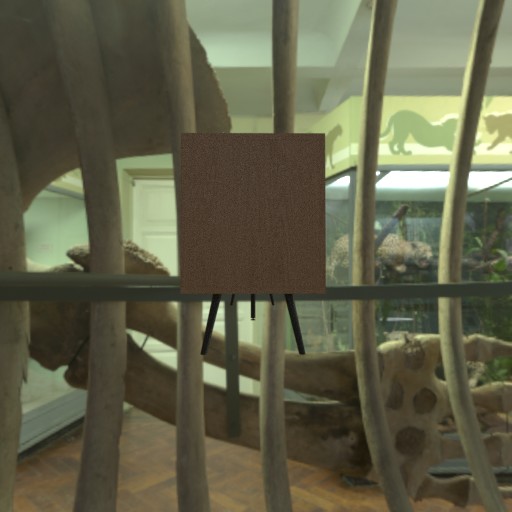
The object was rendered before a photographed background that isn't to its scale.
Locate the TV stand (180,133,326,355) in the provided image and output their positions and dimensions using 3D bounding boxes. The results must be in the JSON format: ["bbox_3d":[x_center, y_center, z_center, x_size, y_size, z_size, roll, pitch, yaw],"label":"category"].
[{"bbox_3d":[0.000,0.000,2.010,0.400,0.580,1.760,0,-2,-1],"label":"TV stand"}]
